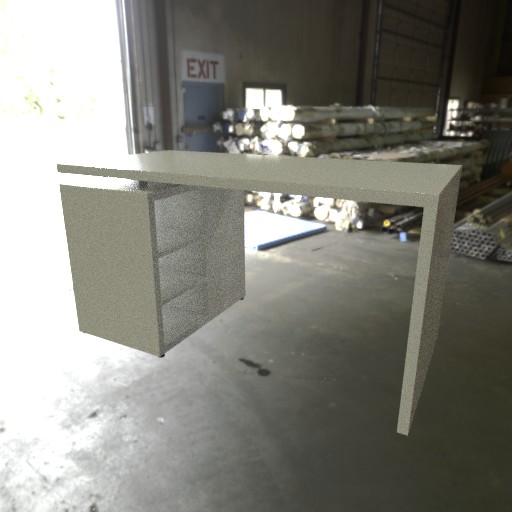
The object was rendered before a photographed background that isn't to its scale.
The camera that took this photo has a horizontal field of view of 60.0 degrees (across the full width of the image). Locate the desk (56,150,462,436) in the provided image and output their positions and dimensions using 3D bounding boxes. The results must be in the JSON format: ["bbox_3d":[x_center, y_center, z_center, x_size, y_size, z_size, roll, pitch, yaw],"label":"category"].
[{"bbox_3d":[0.000,0.000,1.817,1.400,0.740,0.690,10,20,27],"label":"desk"}]
